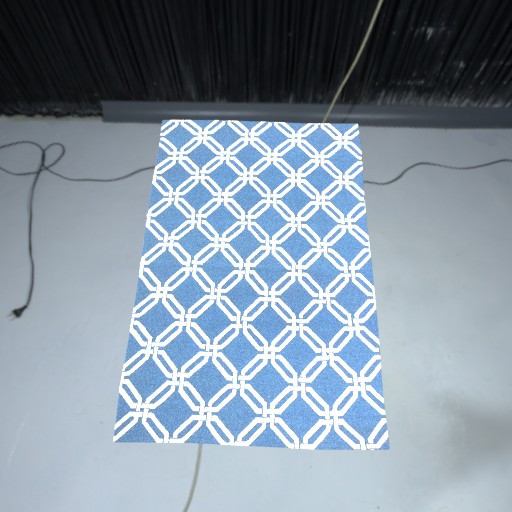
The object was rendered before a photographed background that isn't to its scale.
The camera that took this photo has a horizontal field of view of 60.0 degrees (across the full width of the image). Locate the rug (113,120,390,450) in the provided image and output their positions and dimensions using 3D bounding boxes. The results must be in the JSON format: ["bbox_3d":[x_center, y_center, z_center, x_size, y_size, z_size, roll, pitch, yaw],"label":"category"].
[{"bbox_3d":[0.000,0.000,2.207,1.153,0.010,1.755,1,64,1],"label":"rug"}]
